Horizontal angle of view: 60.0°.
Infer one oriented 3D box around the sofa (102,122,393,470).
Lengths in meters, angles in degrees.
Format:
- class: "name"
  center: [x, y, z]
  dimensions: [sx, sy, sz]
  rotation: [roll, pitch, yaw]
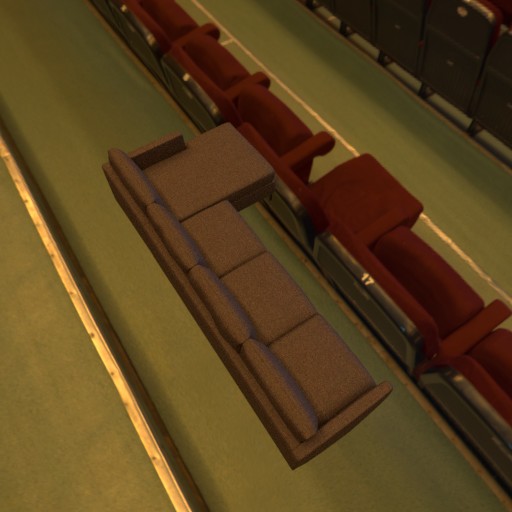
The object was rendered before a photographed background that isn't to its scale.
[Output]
- class: "sofa"
  center: [0.000, 0.000, 3.978]
  dimensions: [1.483, 0.892, 3.221]
  rotation: [-30, 63, -17]
